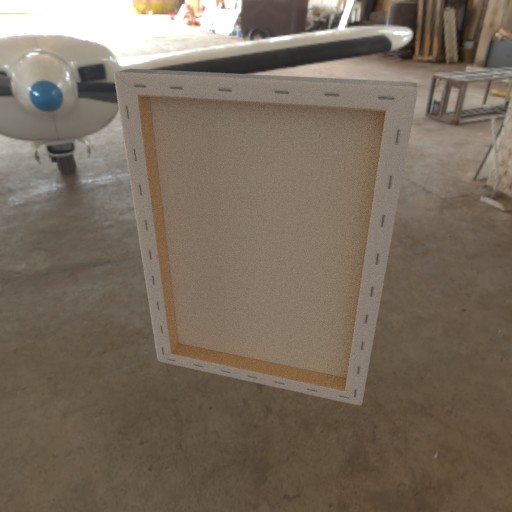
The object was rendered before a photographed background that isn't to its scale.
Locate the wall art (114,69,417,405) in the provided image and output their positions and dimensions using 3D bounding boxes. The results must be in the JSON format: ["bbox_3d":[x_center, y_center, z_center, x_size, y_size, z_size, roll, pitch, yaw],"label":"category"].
[{"bbox_3d":[0.000,0.000,0.808,0.455,0.613,0.037,8,32,14],"label":"wall art"}]
